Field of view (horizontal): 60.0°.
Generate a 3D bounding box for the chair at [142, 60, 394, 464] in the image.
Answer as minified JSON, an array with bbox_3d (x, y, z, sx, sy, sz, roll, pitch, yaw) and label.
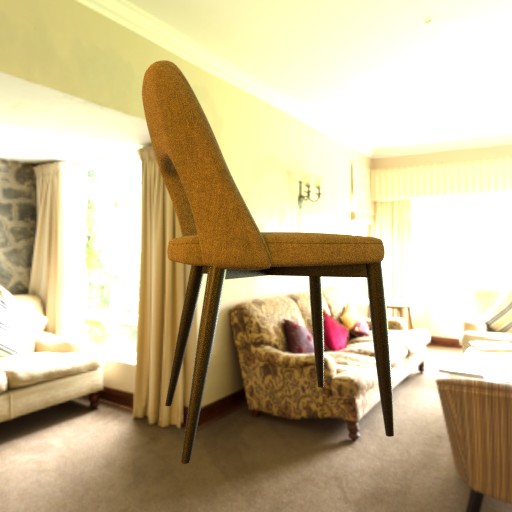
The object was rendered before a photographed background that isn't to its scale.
[{"bbox_3d":[0.000,0.000,1.239,0.612,0.931,0.470,0,1,-17],"label":"chair"}]
